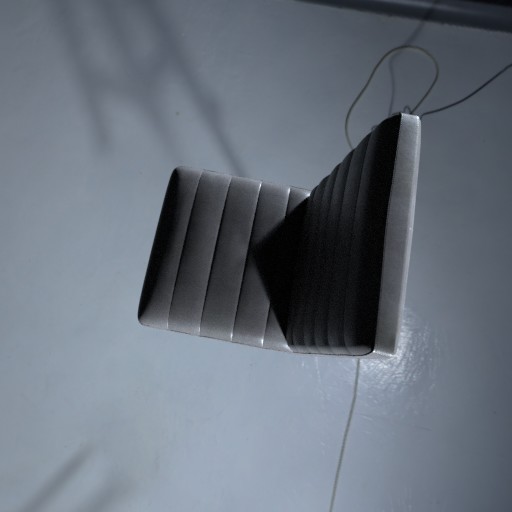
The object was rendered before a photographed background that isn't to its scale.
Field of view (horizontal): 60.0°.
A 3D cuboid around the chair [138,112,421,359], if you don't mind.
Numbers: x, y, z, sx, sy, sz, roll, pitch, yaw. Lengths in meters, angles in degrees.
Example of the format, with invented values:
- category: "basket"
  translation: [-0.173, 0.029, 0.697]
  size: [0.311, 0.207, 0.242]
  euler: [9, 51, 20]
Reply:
- category: "chair"
  translation: [0.000, 0.000, 1.316]
  size: [0.634, 0.930, 0.520]
  euler: [10, 77, 2]
